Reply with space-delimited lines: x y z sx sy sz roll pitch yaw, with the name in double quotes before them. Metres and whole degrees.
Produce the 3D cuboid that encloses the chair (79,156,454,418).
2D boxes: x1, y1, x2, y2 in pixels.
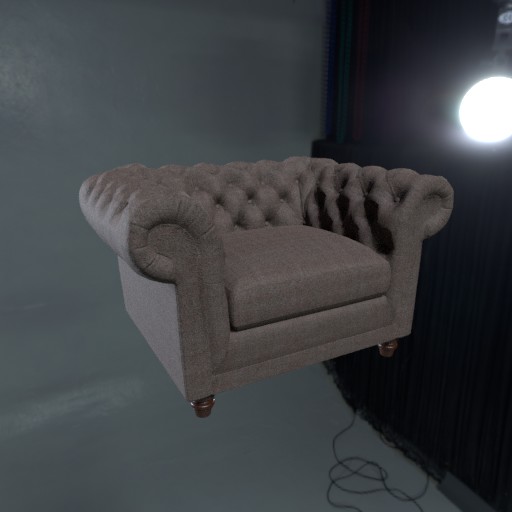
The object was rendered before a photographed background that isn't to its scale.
"chair" 0.000 0.000 1.910 1.298 0.780 0.945 -9 19 -28
